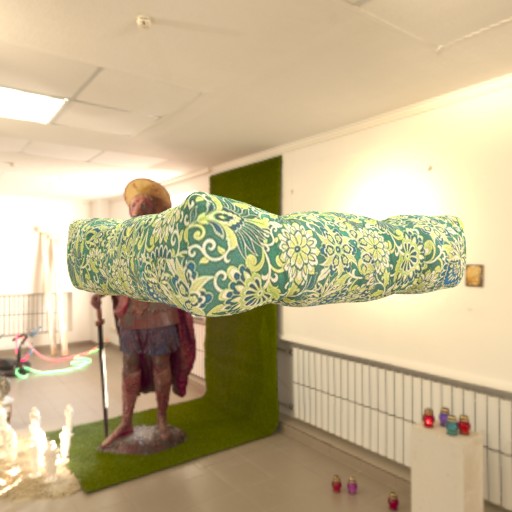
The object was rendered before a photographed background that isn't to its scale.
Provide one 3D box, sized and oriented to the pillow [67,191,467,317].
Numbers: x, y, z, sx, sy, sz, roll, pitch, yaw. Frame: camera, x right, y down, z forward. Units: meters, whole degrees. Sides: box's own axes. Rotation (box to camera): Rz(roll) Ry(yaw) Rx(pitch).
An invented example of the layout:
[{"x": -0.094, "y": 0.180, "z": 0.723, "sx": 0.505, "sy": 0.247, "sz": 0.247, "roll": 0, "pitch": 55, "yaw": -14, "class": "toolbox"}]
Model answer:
[{"x": 0.000, "y": 0.000, "z": 0.715, "sx": 0.490, "sy": 0.128, "sz": 0.468, "roll": 0, "pitch": 0, "yaw": -37, "class": "pillow"}]
